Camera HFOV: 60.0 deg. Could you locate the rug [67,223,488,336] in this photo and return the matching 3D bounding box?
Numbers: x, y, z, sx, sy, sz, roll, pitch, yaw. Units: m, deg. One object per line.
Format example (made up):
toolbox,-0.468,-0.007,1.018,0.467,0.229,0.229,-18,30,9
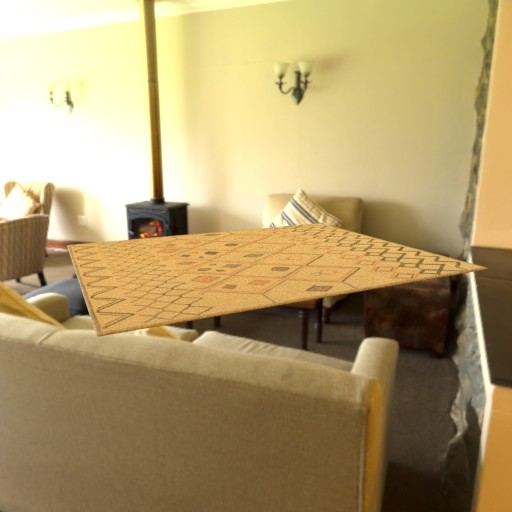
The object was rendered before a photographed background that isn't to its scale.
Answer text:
rug,0.000,0.000,4.049,3.050,0.016,2.441,-7,15,-25
